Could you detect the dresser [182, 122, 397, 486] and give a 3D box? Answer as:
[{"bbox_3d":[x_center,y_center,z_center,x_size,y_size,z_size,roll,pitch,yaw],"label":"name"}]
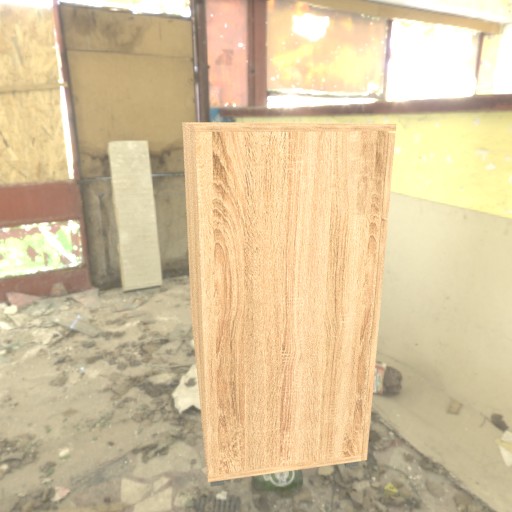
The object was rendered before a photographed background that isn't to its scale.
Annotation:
[{"bbox_3d":[0.000,0.000,1.566,0.450,0.900,1.100,-3,17,-10],"label":"dresser"}]
